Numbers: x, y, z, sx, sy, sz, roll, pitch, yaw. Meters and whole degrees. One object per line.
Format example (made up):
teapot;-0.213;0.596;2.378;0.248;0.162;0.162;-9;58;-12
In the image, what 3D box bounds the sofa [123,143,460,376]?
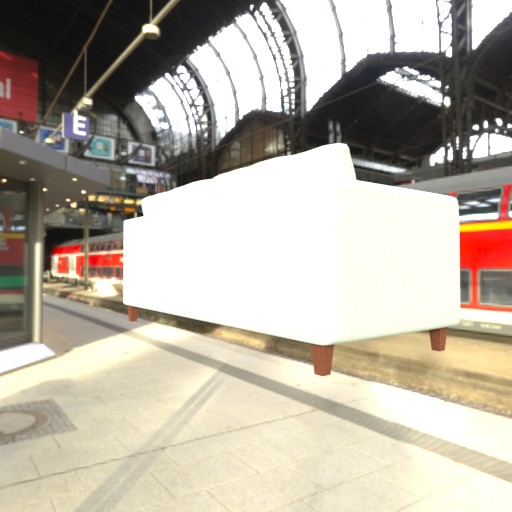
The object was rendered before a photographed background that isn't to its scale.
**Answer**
sofa;0.000;0.000;2.791;0.951;0.965;2.208;1;-1;-37
